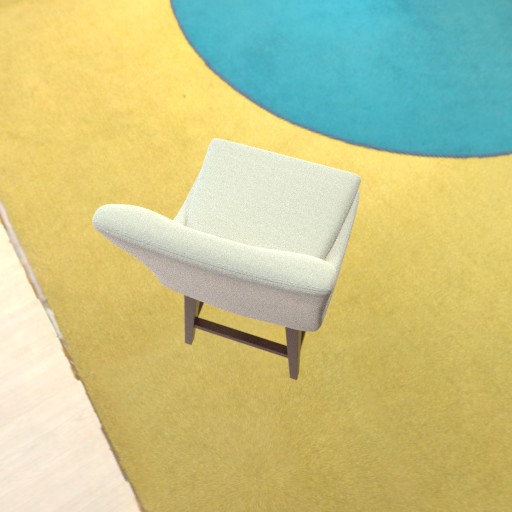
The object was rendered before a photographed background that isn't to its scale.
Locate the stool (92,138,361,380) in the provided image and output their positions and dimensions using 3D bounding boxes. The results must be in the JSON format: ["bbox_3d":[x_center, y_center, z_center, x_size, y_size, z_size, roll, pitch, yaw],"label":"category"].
[{"bbox_3d":[0.000,0.000,1.284,0.483,0.991,0.559,16,64,8],"label":"stool"}]
